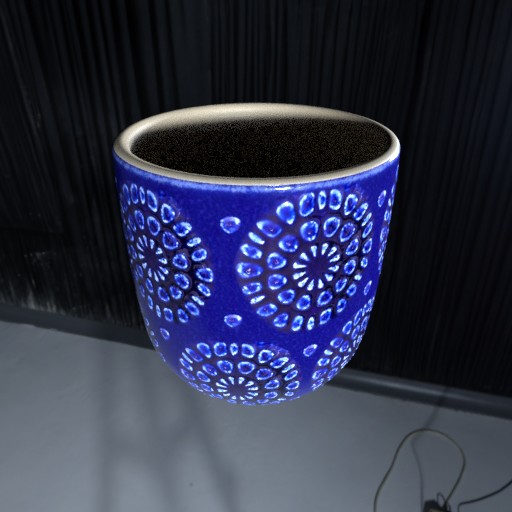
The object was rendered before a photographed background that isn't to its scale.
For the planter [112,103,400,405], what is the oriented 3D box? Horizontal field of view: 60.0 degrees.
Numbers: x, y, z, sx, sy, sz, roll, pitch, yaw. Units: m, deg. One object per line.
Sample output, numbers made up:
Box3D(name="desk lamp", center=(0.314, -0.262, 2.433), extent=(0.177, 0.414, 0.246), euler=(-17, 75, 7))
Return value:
Box3D(name="planter", center=(0.000, 0.000, 0.199), extent=(0.109, 0.112, 0.109), euler=(0, 31, 0))
